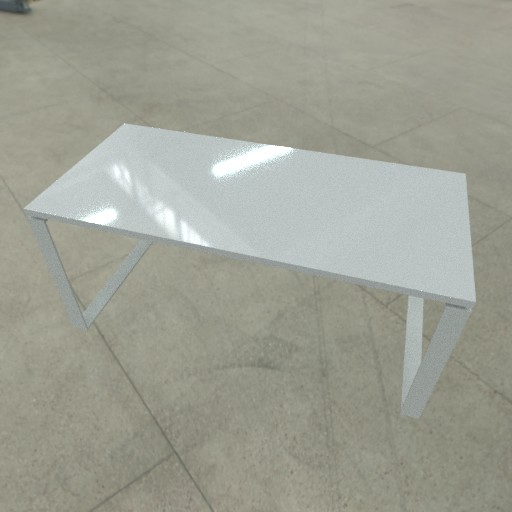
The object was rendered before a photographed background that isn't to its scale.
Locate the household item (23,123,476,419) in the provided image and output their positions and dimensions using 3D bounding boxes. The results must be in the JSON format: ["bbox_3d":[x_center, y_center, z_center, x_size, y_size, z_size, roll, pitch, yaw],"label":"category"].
[{"bbox_3d":[0.000,0.000,2.118,1.700,0.745,0.800,12,43,13],"label":"household item"}]
